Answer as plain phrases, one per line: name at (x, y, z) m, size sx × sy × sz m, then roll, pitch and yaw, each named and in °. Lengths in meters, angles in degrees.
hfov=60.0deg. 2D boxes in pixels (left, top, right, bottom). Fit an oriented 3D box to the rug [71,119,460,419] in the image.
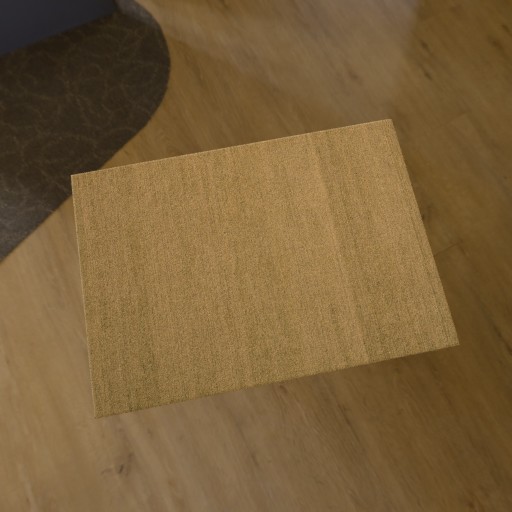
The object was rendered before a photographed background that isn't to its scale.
rug at (0.000, 0.000, 5.016) m, size 3.935 × 0.025 × 2.782 m, roll -11°, pitch 76°, yaw -3°
